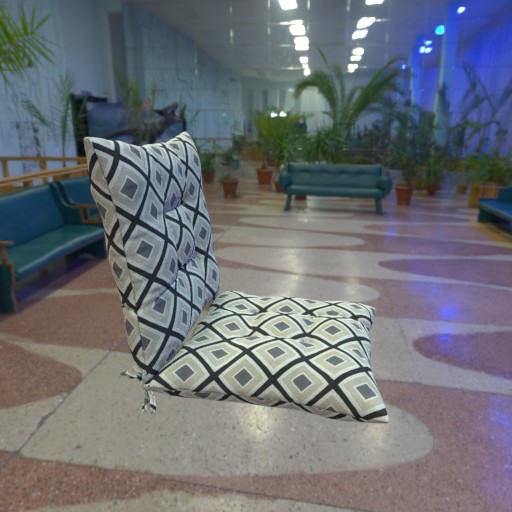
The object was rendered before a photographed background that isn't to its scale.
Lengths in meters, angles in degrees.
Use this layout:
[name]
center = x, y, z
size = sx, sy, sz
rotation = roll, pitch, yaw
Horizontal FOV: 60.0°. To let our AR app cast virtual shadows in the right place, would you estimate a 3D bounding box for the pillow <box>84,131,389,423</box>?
[pillow]
center = 0.000, 0.000, 1.004
size = 0.585, 0.536, 0.541
rotation = 3, 17, 11
